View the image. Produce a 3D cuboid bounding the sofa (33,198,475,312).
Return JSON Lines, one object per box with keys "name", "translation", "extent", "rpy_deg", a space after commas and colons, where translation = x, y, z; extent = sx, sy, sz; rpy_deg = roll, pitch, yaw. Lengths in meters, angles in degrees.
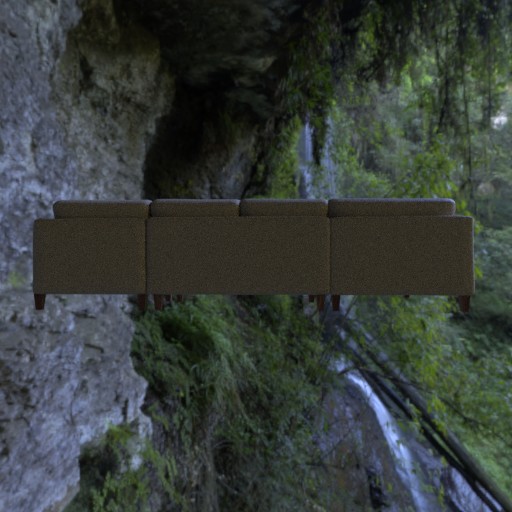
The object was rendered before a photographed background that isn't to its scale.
{"name": "sofa", "translation": [0.000, 0.000, 4.606], "extent": [3.403, 0.889, 2.551], "rpy_deg": [0, -1, 2]}
